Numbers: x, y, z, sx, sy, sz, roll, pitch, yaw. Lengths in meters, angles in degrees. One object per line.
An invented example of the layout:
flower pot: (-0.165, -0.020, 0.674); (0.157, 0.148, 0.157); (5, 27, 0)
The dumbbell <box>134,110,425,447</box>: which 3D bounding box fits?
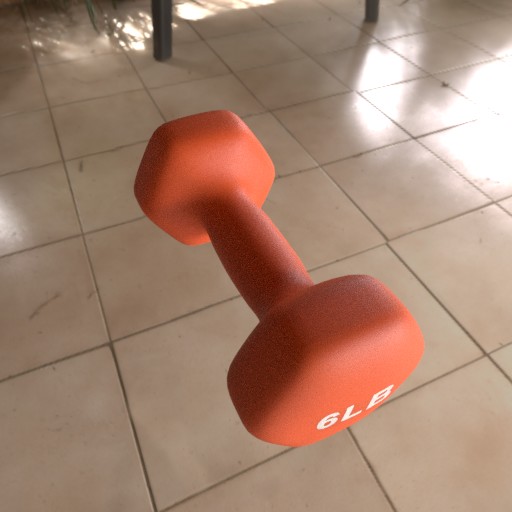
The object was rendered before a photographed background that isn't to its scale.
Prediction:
dumbbell: (0.000, 0.000, 0.206); (0.079, 0.071, 0.162); (-19, 51, -17)
